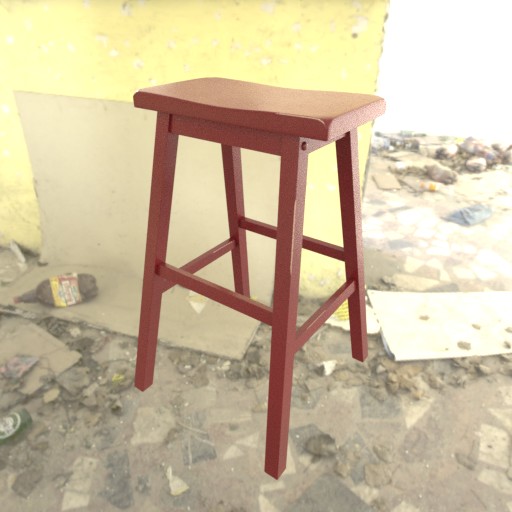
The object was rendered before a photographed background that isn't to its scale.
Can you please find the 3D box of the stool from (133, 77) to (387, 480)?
[{"bbox_3d":[0.000,0.000,1.050,0.457,0.737,0.476,20,35,31],"label":"stool"}]
